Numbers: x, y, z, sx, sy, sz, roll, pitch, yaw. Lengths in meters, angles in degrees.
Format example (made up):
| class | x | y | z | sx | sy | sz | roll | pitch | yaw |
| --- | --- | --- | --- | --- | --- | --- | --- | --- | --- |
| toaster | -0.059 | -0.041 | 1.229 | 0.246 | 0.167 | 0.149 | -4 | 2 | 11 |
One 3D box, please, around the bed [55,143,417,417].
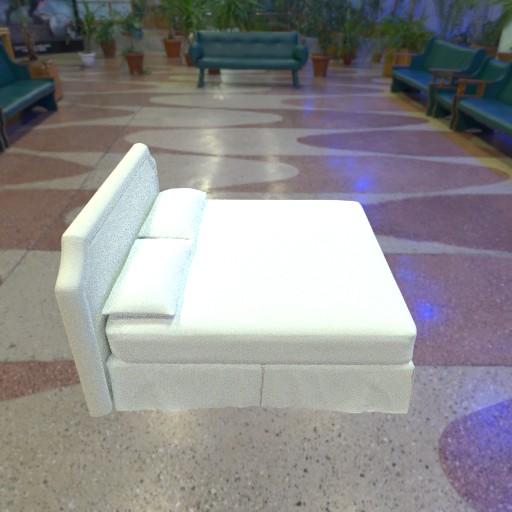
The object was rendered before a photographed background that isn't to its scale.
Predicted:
| class | x | y | z | sx | sy | sz | roll | pitch | yaw |
| --- | --- | --- | --- | --- | --- | --- | --- | --- | --- |
| bed | 0.000 | 0.000 | 3.536 | 2.204 | 1.301 | 2.160 | 0 | 32 | 1 |
